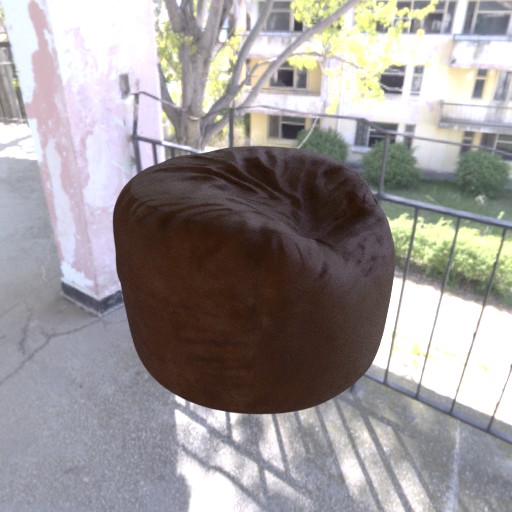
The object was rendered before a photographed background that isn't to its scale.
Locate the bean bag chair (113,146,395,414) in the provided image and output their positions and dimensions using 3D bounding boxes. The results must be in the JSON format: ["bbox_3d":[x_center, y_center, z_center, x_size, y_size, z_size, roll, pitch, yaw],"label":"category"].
[{"bbox_3d":[0.000,0.000,1.519,0.918,0.616,0.918,0,28,0],"label":"bean bag chair"}]
